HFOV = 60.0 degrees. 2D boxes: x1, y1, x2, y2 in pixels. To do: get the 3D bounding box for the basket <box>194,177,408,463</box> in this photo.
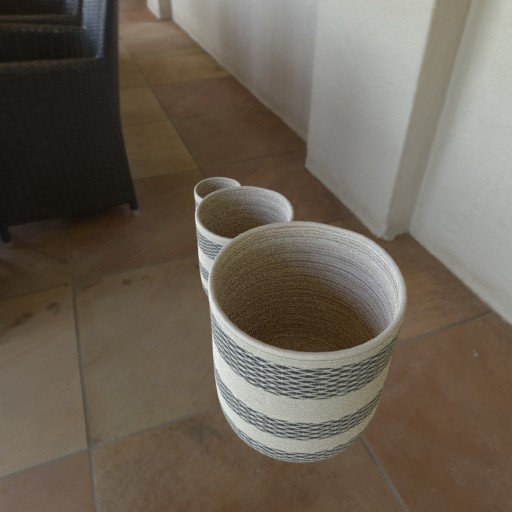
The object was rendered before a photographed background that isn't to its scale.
[{"bbox_3d":[0.000,0.000,1.098,0.351,0.356,0.917,-12,41,-14],"label":"basket"}]
